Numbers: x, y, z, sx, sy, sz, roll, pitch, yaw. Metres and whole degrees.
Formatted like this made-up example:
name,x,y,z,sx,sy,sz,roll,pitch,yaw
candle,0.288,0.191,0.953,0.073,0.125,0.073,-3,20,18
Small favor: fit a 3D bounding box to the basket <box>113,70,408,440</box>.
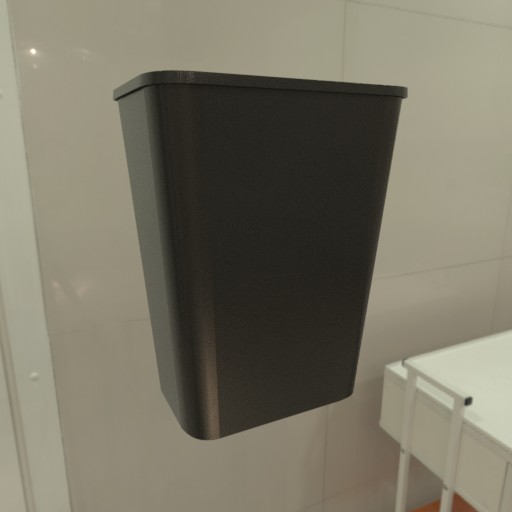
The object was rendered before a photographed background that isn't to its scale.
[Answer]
name,x,y,z,sx,sy,sz,roll,pitch,yaw
basket,0.000,0.000,0.740,0.394,0.521,0.287,-7,16,-26
